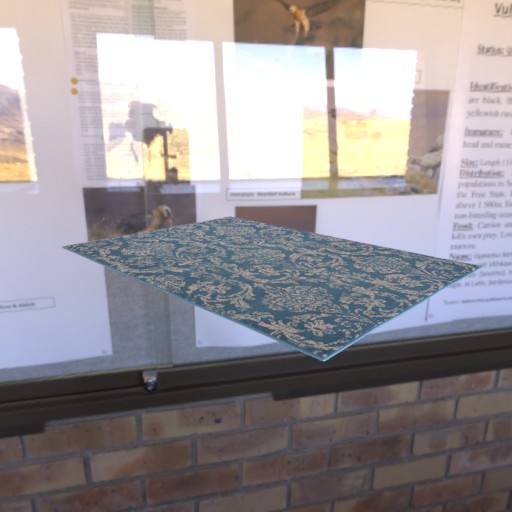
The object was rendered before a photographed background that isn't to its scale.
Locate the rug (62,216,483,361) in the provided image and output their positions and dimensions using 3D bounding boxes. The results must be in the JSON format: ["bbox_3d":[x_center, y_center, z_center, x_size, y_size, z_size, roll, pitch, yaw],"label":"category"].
[{"bbox_3d":[0.000,0.000,2.814,2.205,0.012,1.554,15,22,43],"label":"rug"}]
